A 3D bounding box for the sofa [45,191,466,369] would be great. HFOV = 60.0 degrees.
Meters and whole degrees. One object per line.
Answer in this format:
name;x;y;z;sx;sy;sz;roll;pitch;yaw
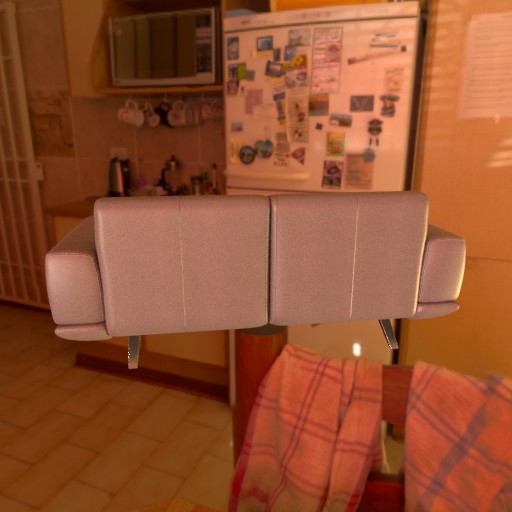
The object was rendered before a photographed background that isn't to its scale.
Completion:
sofa;0.000;0.000;2.396;1.901;0.772;0.900;-2;16;-8
